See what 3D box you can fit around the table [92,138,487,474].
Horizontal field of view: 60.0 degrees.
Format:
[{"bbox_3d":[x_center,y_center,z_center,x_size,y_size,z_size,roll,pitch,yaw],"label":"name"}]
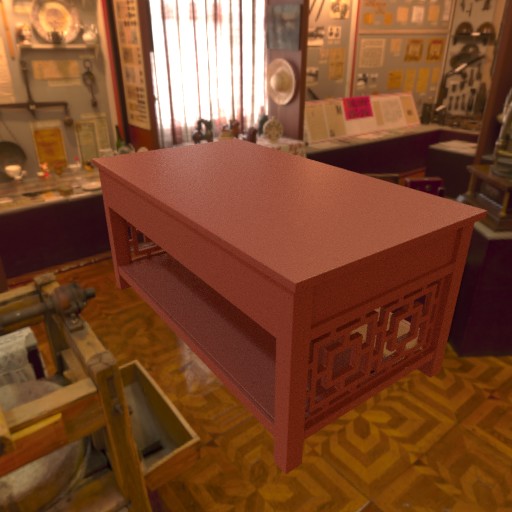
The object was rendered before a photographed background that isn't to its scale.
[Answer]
[{"bbox_3d":[0.000,0.000,1.396,0.612,0.493,1.068,-18,31,-32],"label":"table"}]
